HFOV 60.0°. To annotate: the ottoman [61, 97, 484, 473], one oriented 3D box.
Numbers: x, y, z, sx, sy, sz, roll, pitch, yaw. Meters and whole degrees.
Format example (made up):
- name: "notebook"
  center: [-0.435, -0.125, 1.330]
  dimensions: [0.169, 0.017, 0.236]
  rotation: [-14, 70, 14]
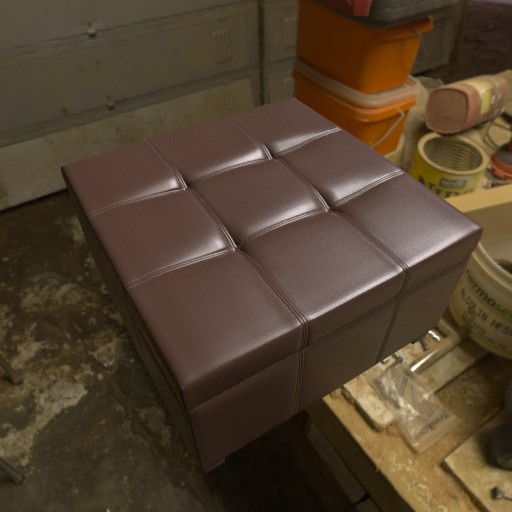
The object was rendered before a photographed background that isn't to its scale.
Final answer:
- name: "ottoman"
  center: [0.000, 0.000, 1.261]
  dimensions: [0.788, 0.460, 0.787]
  rotation: [-24, 50, -22]
